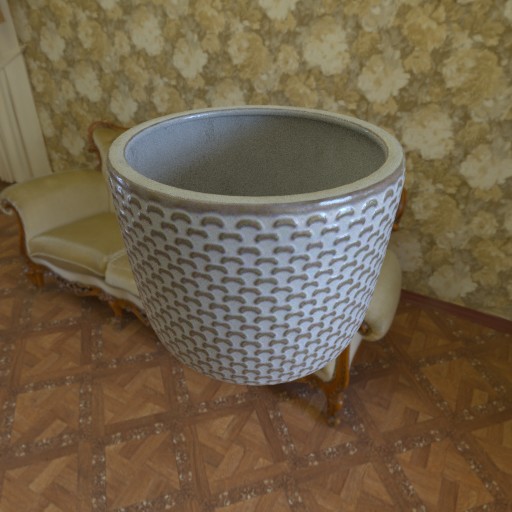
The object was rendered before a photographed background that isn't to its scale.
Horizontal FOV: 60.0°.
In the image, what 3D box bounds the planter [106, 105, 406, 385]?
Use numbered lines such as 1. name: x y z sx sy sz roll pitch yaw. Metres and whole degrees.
1. planter: 0.000 0.000 0.245 0.139 0.130 0.139 0 33 0
